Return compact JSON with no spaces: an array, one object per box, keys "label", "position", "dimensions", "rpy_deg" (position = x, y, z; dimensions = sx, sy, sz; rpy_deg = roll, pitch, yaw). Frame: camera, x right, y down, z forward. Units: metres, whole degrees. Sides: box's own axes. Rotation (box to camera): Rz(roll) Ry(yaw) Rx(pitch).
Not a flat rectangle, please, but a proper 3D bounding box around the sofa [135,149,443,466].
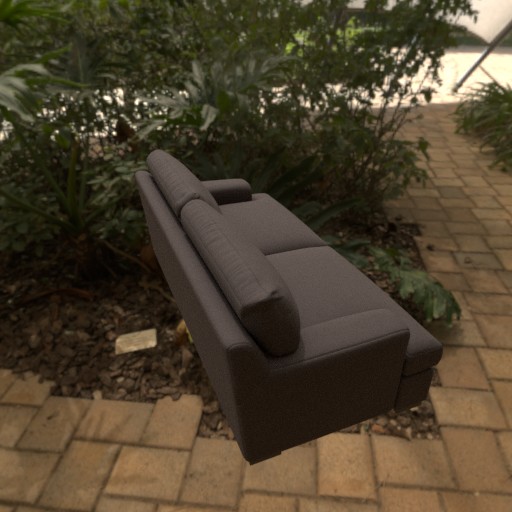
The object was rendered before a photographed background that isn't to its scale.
[{"label":"sofa","position":[0.000,0.000,2.872],"dimensions":[1.140,0.950,2.271],"rpy_deg":[-11,32,-19]}]
